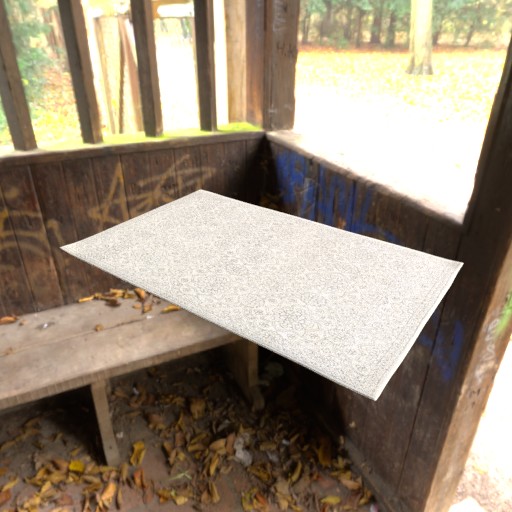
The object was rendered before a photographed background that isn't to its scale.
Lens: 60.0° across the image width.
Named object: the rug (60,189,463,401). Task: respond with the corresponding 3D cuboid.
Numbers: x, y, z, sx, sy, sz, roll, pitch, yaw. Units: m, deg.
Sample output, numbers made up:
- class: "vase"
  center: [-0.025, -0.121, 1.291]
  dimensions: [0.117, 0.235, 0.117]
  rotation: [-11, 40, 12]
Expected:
- class: "rug"
  center: [0.000, 0.000, 2.504]
  dimensions: [1.947, 0.023, 1.214]
  rotation: [19, 35, 31]
